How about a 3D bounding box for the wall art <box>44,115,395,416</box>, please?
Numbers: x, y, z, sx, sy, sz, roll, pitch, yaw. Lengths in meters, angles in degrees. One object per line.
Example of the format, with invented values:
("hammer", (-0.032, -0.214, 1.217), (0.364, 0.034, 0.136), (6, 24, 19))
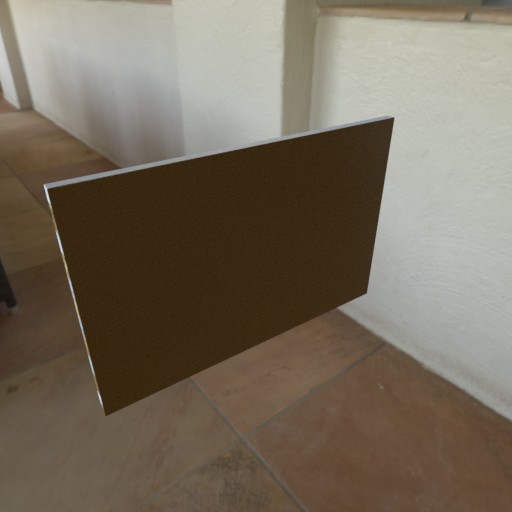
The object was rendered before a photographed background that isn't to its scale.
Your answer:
("wall art", (0.000, 0.000, 1.191), (0.932, 0.610, 0.027), (-19, 36, -29))
